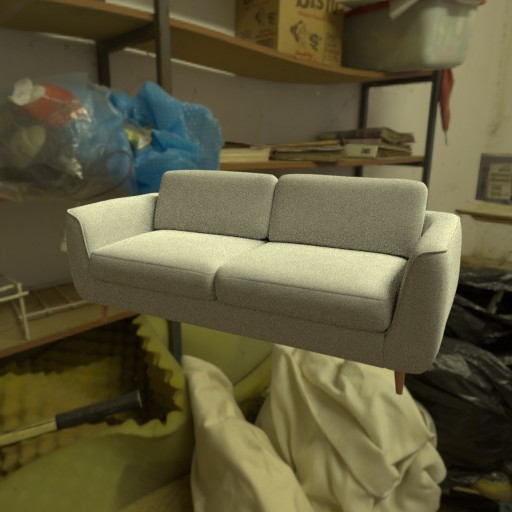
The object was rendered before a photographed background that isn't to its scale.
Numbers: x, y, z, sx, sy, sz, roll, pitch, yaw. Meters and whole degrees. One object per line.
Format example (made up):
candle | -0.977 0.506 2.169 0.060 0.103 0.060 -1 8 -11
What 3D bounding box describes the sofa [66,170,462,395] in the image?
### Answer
sofa | 0.000 0.000 2.407 2.000 0.850 0.920 7 17 26
